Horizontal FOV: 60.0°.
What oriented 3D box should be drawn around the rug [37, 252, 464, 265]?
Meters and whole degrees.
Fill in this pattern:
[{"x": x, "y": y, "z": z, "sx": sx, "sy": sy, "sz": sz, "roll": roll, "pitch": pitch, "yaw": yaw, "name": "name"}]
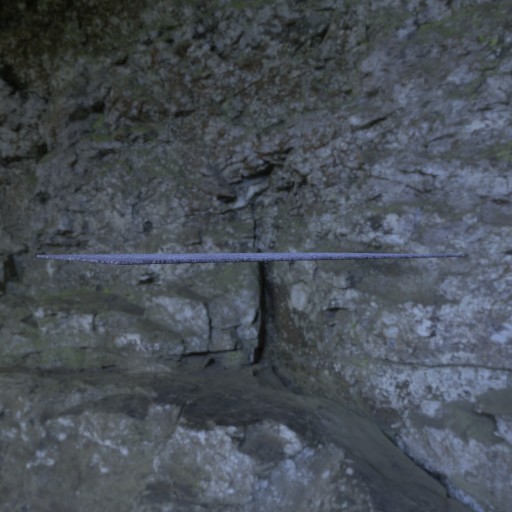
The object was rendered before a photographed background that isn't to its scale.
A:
[{"x": 0.000, "y": 0.000, "z": 2.158, "sx": 1.752, "sy": 0.013, "sz": 1.158, "roll": -1, "pitch": 1, "yaw": -37, "name": "rug"}]
